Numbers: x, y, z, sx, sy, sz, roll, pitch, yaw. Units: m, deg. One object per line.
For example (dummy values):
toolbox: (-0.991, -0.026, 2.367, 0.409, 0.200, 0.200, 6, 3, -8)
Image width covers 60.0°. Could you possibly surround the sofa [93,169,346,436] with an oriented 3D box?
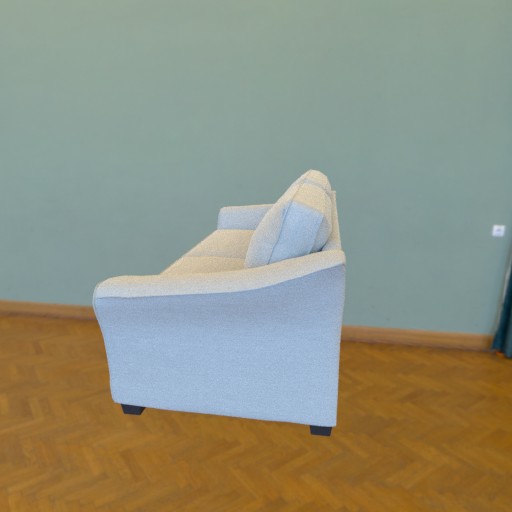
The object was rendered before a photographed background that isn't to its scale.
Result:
sofa: (0.000, 0.000, 2.708, 0.980, 0.965, 2.270, 2, 15, 9)
